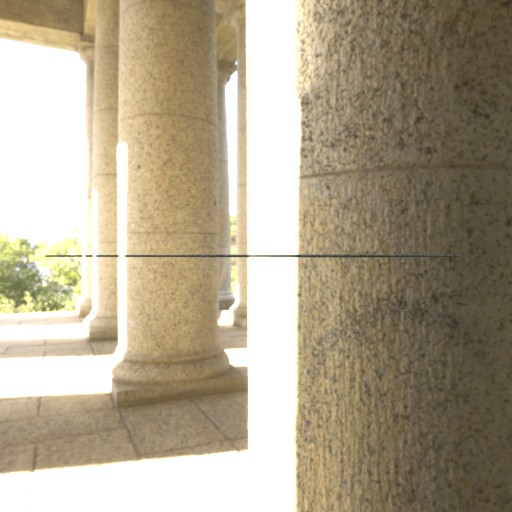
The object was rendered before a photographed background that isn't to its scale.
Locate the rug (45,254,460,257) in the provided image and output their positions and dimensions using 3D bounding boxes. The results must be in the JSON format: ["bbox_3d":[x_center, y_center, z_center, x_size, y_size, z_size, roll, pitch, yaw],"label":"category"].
[{"bbox_3d":[0.000,0.000,4.155,3.050,0.016,2.441,0,0,37],"label":"rug"}]
